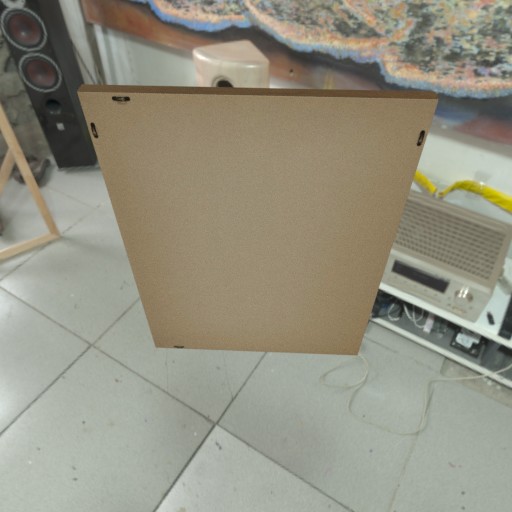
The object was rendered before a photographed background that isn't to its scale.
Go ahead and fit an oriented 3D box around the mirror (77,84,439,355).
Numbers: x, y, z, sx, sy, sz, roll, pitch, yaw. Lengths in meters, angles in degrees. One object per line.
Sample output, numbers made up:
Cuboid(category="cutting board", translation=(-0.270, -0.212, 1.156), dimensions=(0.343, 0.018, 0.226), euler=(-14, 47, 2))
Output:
Cuboid(category="mirror", translation=(0.000, 0.000, 1.312), dimensions=(0.762, 1.016, 0.040), euler=(2, 47, 2))
